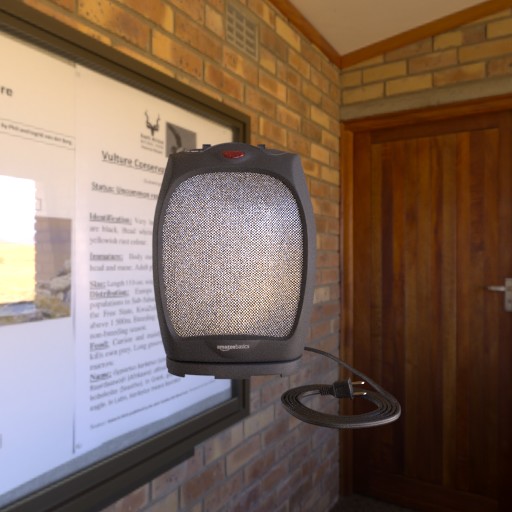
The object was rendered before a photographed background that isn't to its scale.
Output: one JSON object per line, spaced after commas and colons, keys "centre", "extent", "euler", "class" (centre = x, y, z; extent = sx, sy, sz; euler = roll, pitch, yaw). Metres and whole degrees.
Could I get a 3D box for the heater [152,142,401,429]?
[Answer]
{"centre": [0.000, 0.000, 0.467], "extent": [0.239, 0.255, 0.291], "euler": [0, 0, 0], "class": "heater"}
